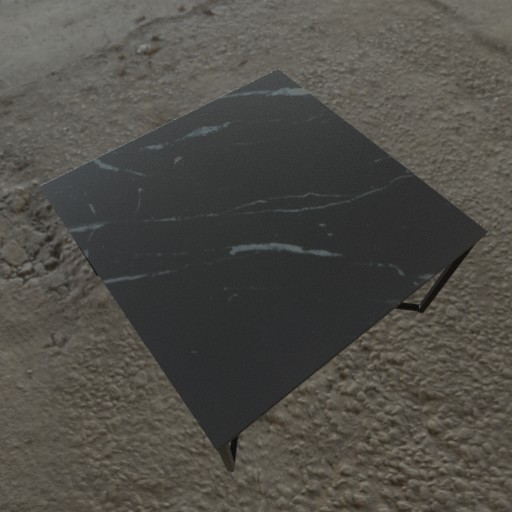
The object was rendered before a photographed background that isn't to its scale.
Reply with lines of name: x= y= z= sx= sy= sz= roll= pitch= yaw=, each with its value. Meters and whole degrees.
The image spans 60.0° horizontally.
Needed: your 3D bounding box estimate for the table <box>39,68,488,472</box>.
table: x=0.000 y=0.000 z=1.297 sx=0.800 sy=0.450 sz=0.800 roll=-33 pitch=64 yaw=-19
